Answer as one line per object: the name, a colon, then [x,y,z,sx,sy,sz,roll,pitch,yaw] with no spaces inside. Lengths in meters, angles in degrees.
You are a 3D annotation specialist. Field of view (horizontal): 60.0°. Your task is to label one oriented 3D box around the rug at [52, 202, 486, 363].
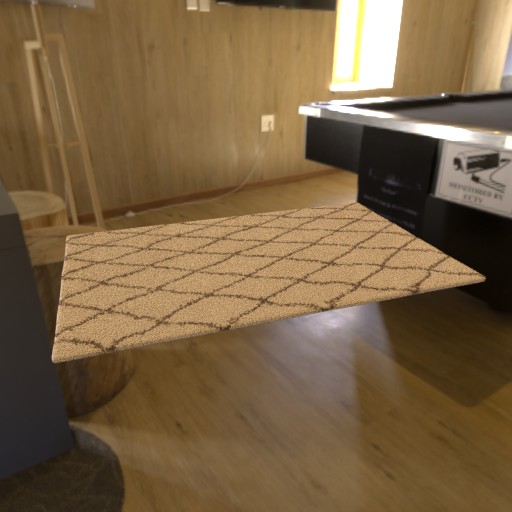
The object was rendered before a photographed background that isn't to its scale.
rug: [0.000,0.000,2.979,2.438,0.030,1.524,-8,26,-17]
